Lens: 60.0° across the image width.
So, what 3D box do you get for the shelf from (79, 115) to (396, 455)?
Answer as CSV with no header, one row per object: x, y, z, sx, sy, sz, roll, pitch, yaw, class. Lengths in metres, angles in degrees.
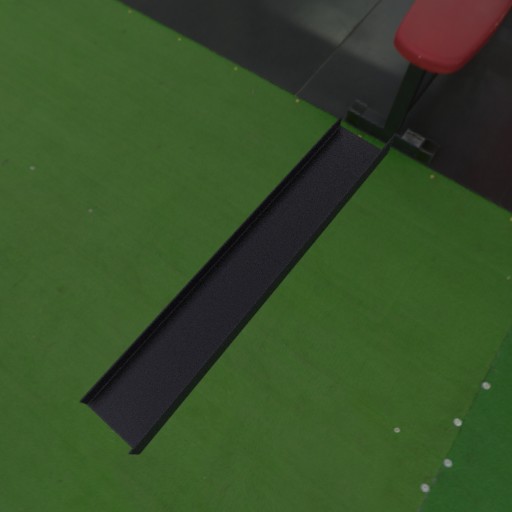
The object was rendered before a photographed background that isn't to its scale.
0.000,0.000,0.655,0.102,0.053,0.605,36,70,15,shelf
